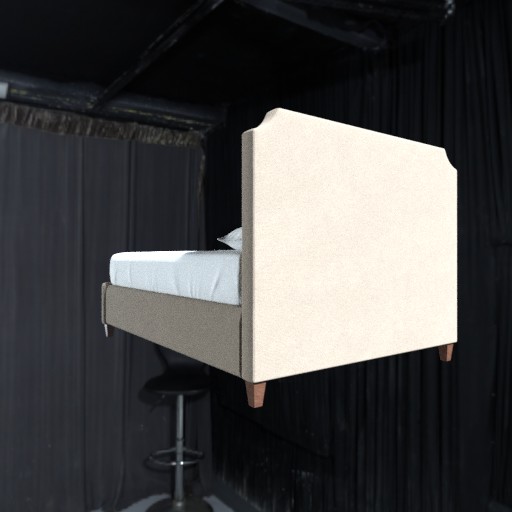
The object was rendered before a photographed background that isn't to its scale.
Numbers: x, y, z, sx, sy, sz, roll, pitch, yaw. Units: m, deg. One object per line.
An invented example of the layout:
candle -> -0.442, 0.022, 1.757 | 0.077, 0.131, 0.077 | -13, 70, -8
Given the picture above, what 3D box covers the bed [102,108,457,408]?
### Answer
bed -> 0.000, 0.000, 3.455 | 1.703, 1.415, 2.329 | 0, 0, -35
